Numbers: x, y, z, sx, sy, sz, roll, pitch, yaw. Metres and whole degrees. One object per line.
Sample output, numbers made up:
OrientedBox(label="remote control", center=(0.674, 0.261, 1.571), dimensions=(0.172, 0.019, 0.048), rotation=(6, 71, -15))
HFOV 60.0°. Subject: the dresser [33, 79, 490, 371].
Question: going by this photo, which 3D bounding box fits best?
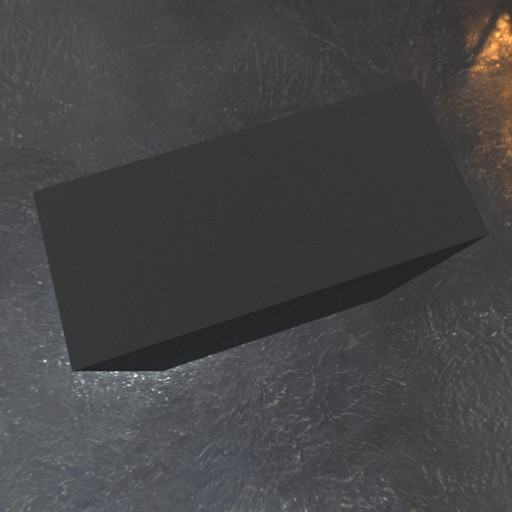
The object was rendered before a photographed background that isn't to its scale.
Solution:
OrientedBox(label="dresser", center=(0.000, 0.000, 1.143), dimensions=(0.750, 0.720, 0.360), rotation=(-18, 76, -5))
